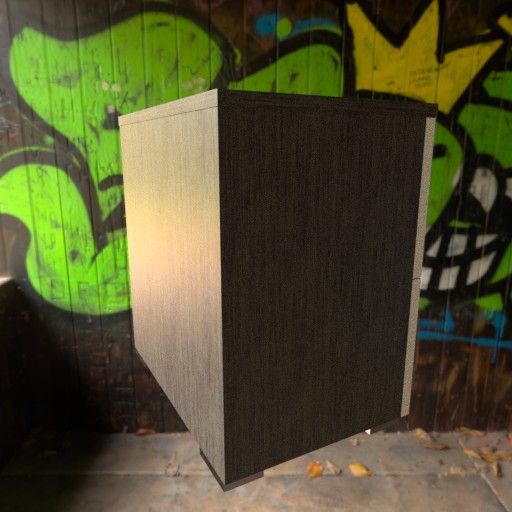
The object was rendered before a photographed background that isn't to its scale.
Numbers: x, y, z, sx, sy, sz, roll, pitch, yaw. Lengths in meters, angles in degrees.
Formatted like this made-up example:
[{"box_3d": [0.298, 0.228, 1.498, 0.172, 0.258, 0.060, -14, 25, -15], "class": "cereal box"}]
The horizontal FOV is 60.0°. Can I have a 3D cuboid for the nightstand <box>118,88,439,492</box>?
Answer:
[{"box_3d": [0.000, 0.000, 0.741, 0.325, 0.460, 0.441, -7, 15, -28], "class": "nightstand"}]
